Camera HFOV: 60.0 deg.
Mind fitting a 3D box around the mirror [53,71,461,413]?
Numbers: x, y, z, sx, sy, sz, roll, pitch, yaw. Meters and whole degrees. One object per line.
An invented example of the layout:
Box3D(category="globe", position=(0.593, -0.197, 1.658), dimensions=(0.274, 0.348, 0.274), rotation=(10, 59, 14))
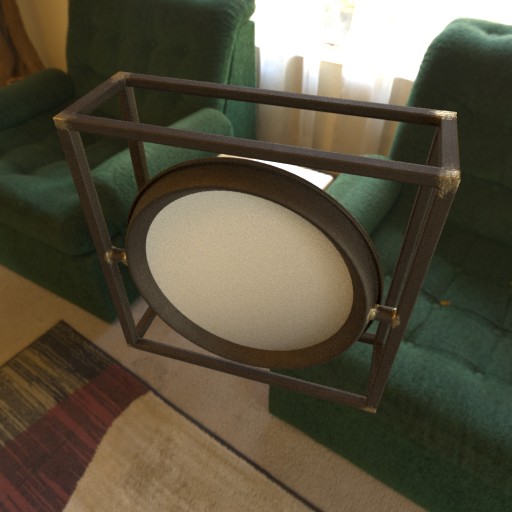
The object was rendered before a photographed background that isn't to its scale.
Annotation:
Box3D(category="mirror", position=(0.000, 0.000, 0.456), dimensions=(0.306, 0.303, 0.107), rotation=(12, 44, 12))
